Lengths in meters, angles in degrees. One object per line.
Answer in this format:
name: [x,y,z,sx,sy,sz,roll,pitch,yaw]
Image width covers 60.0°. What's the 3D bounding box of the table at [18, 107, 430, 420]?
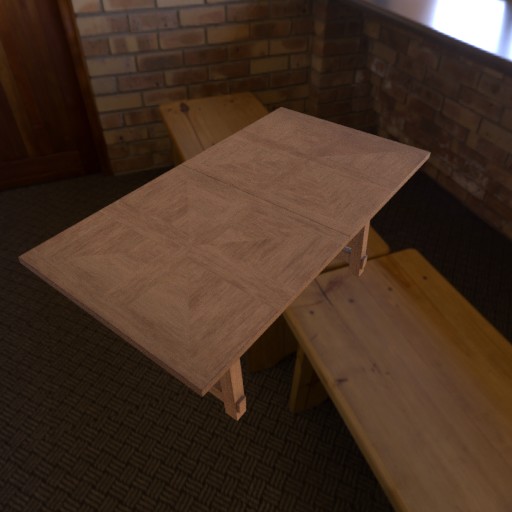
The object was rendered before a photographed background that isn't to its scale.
table: [0.000,0.000,2.397,1.016,0.768,1.881,27,48,27]
